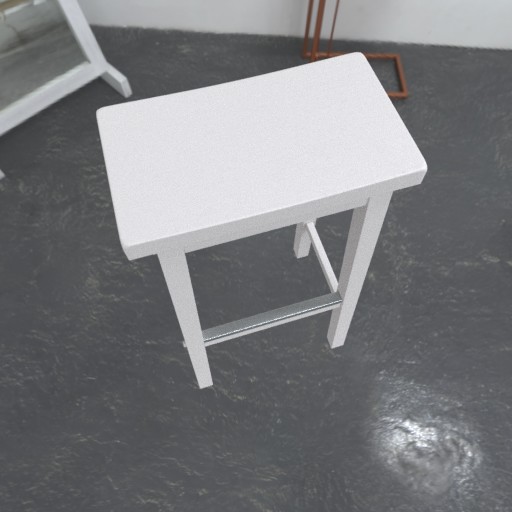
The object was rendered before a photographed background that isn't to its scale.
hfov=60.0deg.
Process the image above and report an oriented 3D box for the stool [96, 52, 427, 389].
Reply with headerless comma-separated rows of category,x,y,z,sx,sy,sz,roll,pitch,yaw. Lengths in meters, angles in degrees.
stool,0.000,0.000,0.935,0.406,0.742,0.322,-15,65,-7
